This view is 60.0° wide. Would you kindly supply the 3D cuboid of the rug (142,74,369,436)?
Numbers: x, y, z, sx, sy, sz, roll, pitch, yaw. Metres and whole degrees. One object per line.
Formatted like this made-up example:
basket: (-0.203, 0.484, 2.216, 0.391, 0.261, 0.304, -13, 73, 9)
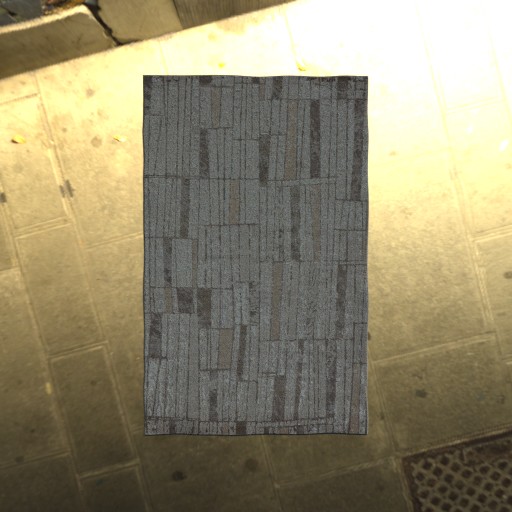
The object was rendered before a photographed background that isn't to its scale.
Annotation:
rug: (0.000, 0.000, 3.001, 1.531, 0.023, 2.444, 0, 91, -1)
